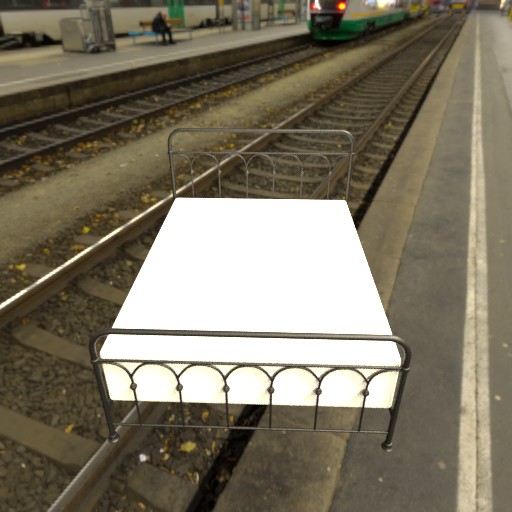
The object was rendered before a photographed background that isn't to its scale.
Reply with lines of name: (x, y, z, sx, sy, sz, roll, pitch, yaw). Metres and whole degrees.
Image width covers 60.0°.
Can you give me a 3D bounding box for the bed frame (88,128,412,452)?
bed frame: (0.000, 0.000, 3.186, 1.664, 1.276, 2.203, 1, 30, 2)
